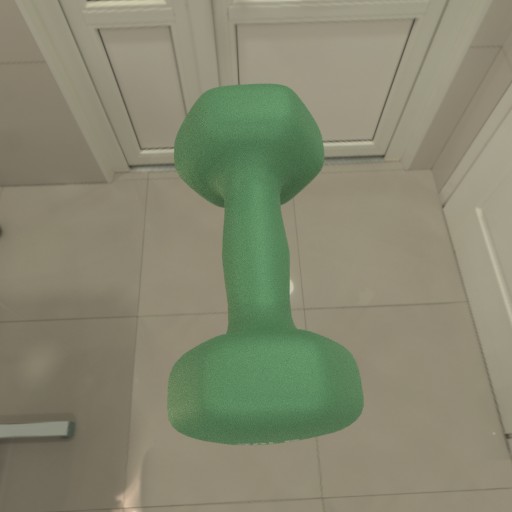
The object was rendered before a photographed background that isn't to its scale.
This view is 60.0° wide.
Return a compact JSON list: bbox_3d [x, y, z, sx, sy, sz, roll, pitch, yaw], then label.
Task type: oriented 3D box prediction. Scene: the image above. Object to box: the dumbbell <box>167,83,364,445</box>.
[{"bbox_3d":[0.000,0.000,0.332,0.129,0.117,0.260,-2,64,-1],"label":"dumbbell"}]
